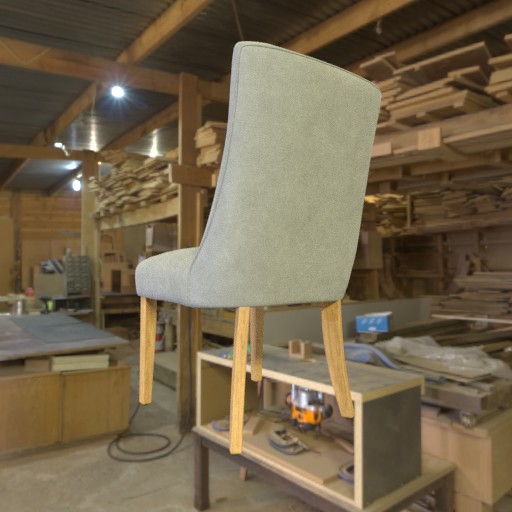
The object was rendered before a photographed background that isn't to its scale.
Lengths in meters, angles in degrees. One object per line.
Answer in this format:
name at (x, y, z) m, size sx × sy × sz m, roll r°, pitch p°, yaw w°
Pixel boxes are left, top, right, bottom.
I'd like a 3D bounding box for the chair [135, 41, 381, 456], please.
chair at (0.000, 0.000, 1.257) m, size 0.495 × 0.902 × 0.610 m, roll 1°, pitch -1°, yaw -37°
